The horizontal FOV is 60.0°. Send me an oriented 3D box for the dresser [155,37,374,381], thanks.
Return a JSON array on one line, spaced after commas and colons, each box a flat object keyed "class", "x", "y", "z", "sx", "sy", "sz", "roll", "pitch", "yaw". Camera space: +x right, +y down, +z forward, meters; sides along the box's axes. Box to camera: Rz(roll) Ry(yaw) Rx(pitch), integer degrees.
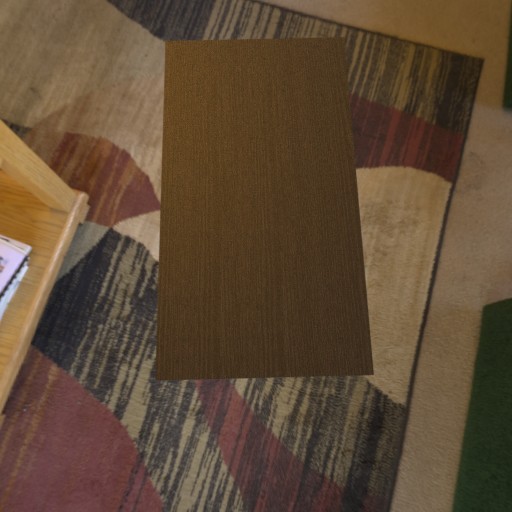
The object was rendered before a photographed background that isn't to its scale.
[{"class": "dresser", "x": 0.000, "y": 0.000, "z": 1.361, "sx": 0.399, "sy": 1.020, "sz": 0.704, "roll": -1, "pitch": 76, "yaw": 0}]
